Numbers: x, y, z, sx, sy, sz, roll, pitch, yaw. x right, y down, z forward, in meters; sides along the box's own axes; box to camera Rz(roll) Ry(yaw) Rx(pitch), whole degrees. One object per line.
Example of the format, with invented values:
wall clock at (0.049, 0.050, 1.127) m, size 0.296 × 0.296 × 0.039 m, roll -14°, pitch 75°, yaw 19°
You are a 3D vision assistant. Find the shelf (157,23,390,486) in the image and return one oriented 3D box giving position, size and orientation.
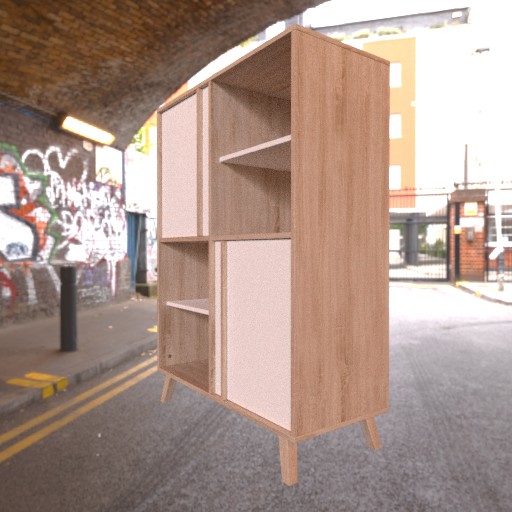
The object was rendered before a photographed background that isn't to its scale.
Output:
shelf at (0.000, 0.000, 1.852) m, size 0.450 × 1.390 × 1.000 m, roll -1°, pitch 1°, yaw -36°
